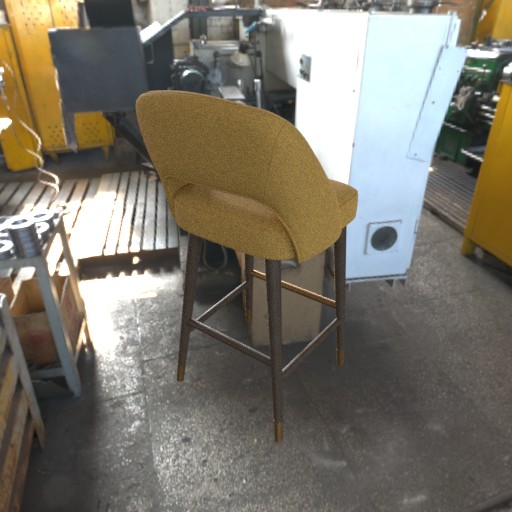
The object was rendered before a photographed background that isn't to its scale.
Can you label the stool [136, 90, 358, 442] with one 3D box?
[{"bbox_3d":[0.000,0.000,1.381,0.536,1.032,0.522,20,35,31],"label":"stool"}]
